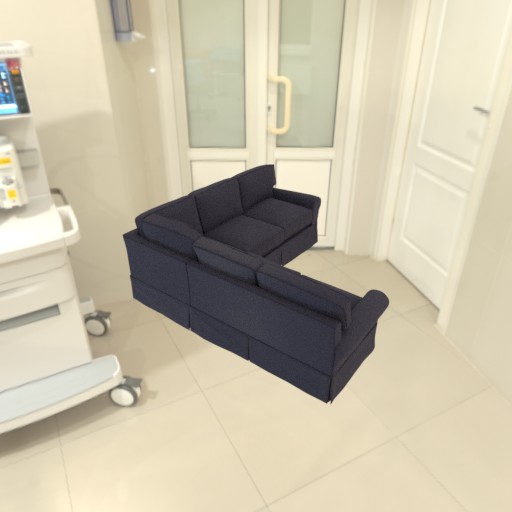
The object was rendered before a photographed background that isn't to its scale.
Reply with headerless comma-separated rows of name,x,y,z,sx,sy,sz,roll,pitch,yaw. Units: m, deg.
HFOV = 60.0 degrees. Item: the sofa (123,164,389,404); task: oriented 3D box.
sofa,0.000,0.000,5.238,2.874,1.169,3.773,-11,31,-18
